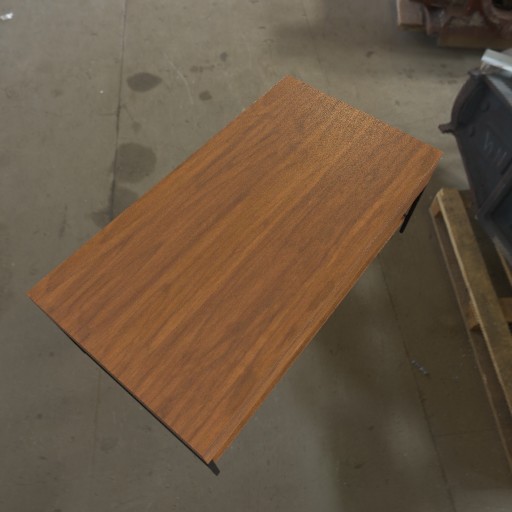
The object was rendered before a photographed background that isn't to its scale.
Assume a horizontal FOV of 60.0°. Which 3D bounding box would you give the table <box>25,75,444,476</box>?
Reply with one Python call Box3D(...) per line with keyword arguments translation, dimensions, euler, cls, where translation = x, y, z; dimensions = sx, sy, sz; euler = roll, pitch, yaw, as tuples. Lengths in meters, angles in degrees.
Box3D(translation=(0.000, 0.000, 1.363), dimensions=(0.574, 0.414, 1.057), euler=(34, 64, 19), cls="table")
